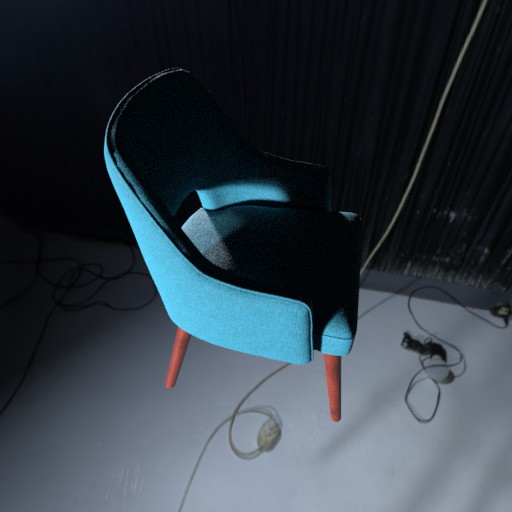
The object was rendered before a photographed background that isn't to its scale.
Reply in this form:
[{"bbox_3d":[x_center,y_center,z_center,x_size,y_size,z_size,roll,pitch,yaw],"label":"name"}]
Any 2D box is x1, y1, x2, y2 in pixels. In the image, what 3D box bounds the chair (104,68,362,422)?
[{"bbox_3d":[0.000,0.000,1.213,0.605,0.849,0.548,8,46,8],"label":"chair"}]
